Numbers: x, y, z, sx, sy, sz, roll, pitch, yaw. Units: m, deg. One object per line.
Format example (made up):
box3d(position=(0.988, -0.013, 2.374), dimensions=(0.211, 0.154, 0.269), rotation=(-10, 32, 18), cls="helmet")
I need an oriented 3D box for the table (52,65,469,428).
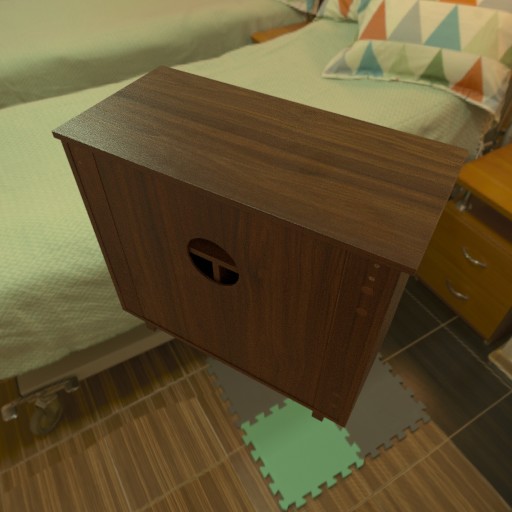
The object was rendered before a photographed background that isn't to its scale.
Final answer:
box3d(position=(0.000, 0.000, 1.205), dimensions=(0.802, 0.725, 0.390), rotation=(23, 51, 20), cls="table")
